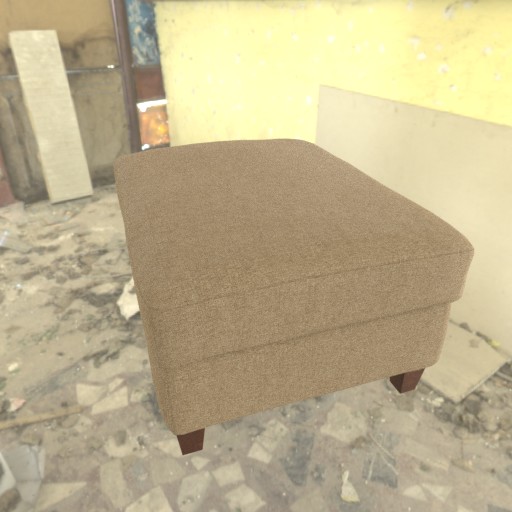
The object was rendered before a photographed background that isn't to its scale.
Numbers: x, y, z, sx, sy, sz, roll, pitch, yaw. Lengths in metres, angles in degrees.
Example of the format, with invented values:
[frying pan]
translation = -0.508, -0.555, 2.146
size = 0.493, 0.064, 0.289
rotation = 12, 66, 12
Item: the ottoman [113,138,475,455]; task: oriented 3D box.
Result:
[ottoman]
translation = 0.000, 0.000, 1.264
size = 0.692, 0.511, 0.889
rotation = -10, 31, -16
